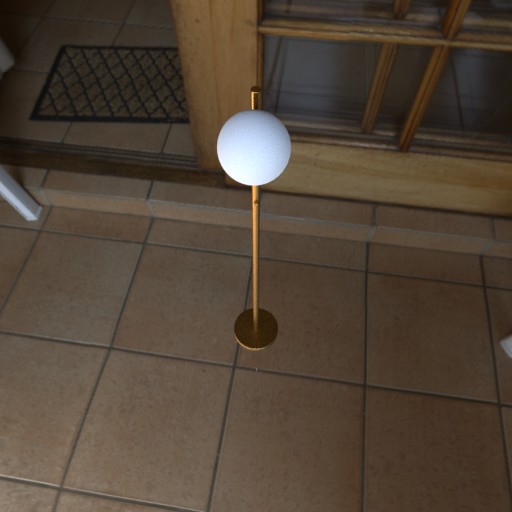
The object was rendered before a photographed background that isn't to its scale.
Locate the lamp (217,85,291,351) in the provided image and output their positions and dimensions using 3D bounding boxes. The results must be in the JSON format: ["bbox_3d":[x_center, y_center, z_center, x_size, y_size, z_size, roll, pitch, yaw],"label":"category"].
[{"bbox_3d":[0.000,0.000,1.820,0.249,1.641,0.419,2,59,1],"label":"lamp"}]
